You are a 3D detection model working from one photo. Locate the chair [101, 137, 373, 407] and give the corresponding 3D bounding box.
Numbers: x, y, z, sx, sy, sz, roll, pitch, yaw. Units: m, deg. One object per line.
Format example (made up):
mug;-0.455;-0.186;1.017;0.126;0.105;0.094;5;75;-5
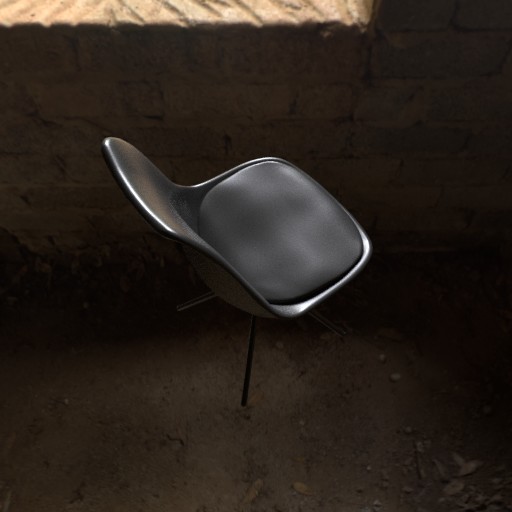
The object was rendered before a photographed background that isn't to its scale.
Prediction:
chair;0.000;0.000;1.152;0.525;0.850;0.461;-30;62;-18
